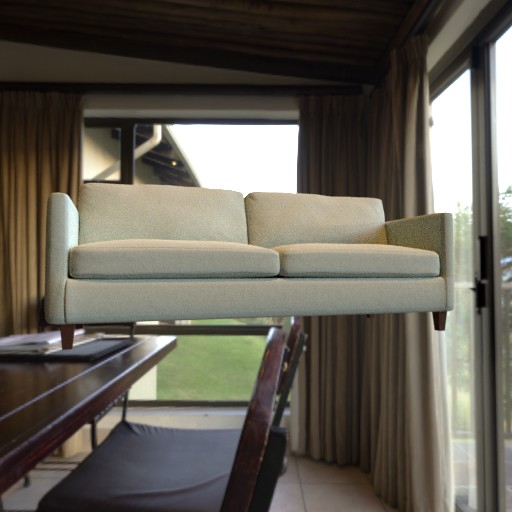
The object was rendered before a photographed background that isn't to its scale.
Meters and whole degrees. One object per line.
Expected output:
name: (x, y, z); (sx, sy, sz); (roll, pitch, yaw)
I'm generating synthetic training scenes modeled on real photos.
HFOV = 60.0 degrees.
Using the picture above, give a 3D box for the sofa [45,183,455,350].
sofa: (0.000, 0.000, 2.923); (2.434, 0.965, 0.948); (1, -2, -18)
